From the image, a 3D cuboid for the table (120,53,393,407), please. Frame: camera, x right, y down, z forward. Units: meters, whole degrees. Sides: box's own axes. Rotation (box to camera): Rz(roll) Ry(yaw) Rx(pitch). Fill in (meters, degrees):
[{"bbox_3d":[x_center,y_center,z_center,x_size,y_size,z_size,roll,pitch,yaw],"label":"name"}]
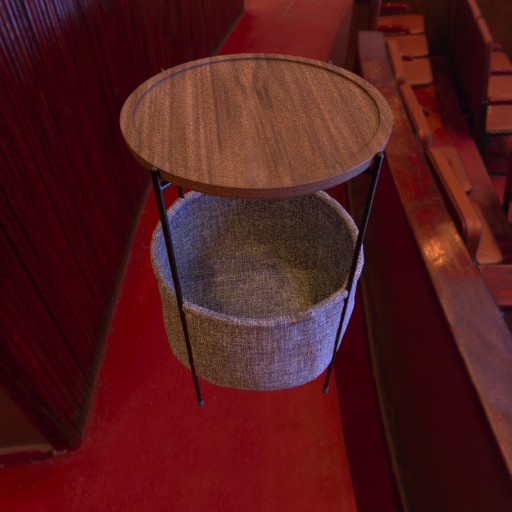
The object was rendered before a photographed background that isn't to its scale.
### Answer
[{"bbox_3d":[0.000,0.000,0.863,0.400,0.623,0.400,-5,46,-4],"label":"table"}]
